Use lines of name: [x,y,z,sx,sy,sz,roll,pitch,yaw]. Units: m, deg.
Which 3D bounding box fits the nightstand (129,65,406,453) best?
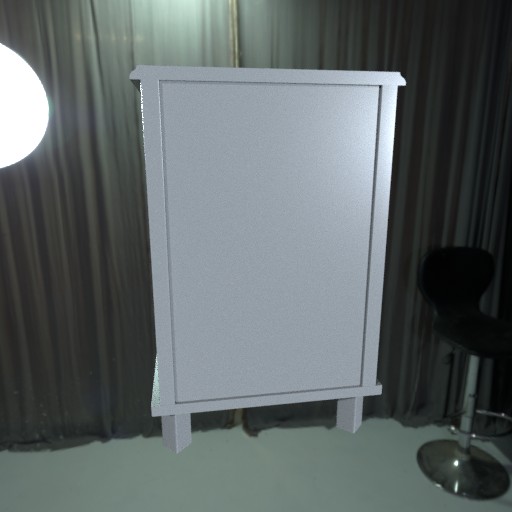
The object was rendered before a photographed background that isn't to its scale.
nightstand: [0.000,0.000,0.930,0.435,0.680,0.348,-2,14,-9]
